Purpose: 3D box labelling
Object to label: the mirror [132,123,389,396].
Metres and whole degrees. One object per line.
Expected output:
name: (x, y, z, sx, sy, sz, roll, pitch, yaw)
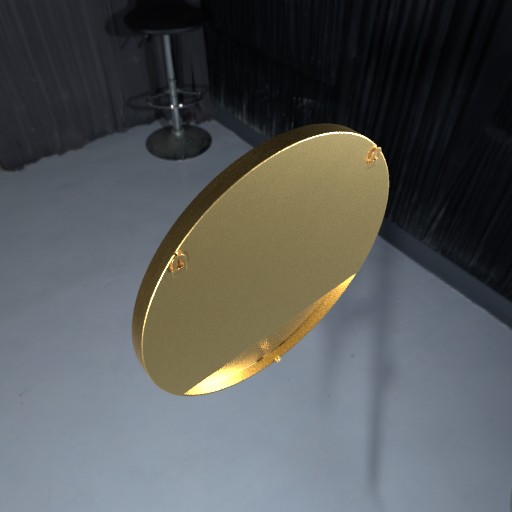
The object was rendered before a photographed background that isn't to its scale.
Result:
mirror: (0.000, 0.000, 0.684, 0.457, 0.457, 0.133, -31, 54, -26)
